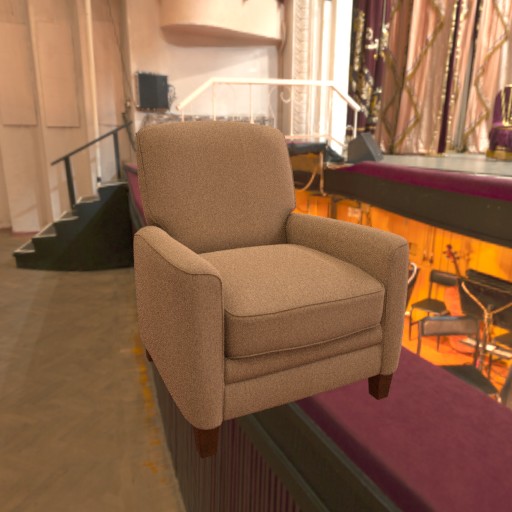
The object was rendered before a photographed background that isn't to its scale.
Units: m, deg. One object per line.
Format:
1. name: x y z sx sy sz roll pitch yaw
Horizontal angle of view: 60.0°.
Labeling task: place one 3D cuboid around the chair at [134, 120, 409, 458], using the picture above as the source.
1. chair: 0.000 0.000 1.700 0.848 1.014 0.864 -8 17 -26
